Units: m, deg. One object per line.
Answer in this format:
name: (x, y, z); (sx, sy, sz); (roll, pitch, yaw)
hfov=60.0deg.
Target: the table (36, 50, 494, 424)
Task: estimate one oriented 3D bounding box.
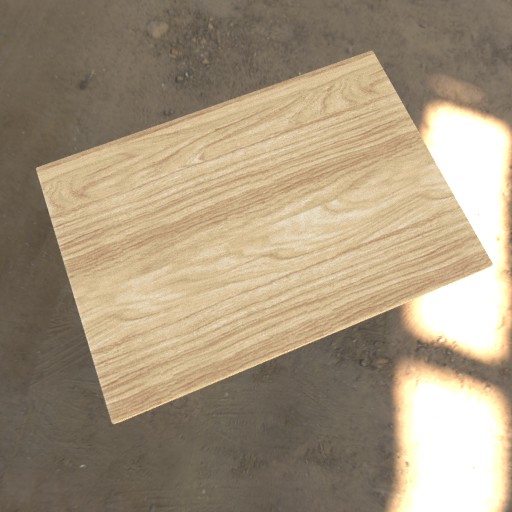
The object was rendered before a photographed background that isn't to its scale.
table: (0.000, 0.000, 0.786); (0.500, 0.440, 0.360); (-21, 76, -6)
